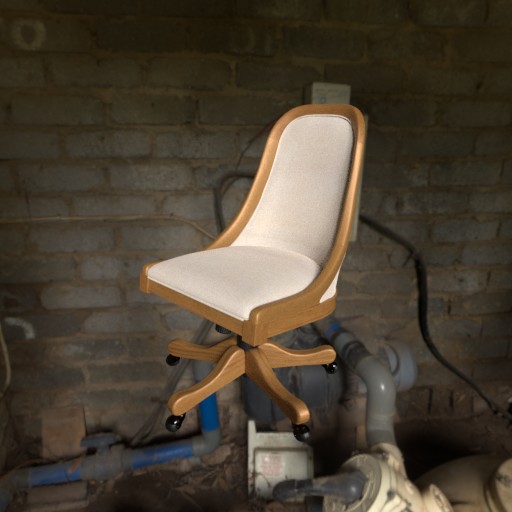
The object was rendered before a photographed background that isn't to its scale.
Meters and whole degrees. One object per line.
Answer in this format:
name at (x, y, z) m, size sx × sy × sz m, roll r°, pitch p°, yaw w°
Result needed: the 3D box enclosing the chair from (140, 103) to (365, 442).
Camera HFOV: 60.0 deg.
chair at (0.000, 0.000, 1.537) m, size 0.702 × 1.009 × 0.811 m, roll 17°, pitch 24°, yaw 42°
